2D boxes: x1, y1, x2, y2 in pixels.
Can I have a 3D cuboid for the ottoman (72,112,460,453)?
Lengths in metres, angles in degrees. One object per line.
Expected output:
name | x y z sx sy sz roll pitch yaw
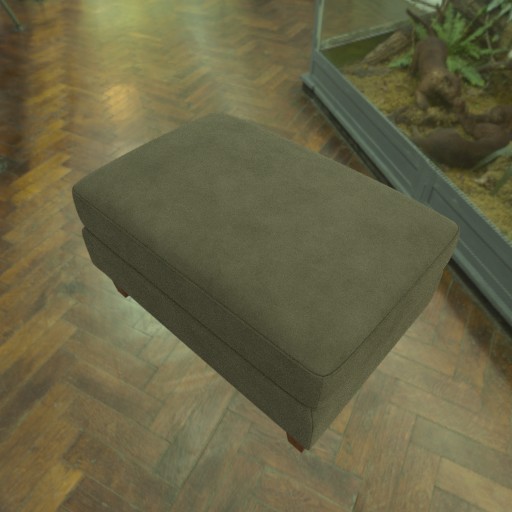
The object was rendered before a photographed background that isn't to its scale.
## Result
ottoman | 0.000 0.000 1.237 0.864 0.483 0.584 33 54 28
